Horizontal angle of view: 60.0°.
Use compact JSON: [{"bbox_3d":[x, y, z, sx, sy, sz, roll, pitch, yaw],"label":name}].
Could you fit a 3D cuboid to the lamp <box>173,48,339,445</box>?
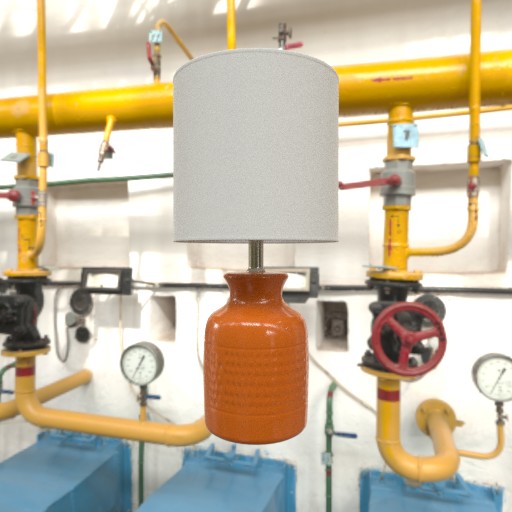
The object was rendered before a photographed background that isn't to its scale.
[{"bbox_3d":[0.000,0.000,1.136,0.418,0.871,0.418,0,1,16],"label":"lamp"}]
